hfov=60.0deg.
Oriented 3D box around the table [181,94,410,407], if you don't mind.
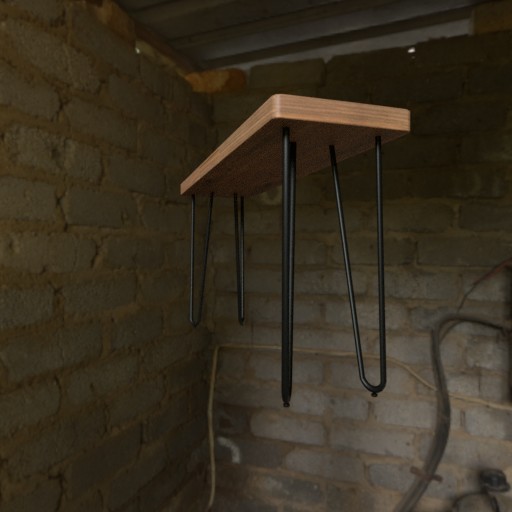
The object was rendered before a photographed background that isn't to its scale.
[{"bbox_3d":[0.000,0.000,1.937,0.425,0.834,1.570,0,0,-18],"label":"table"}]
